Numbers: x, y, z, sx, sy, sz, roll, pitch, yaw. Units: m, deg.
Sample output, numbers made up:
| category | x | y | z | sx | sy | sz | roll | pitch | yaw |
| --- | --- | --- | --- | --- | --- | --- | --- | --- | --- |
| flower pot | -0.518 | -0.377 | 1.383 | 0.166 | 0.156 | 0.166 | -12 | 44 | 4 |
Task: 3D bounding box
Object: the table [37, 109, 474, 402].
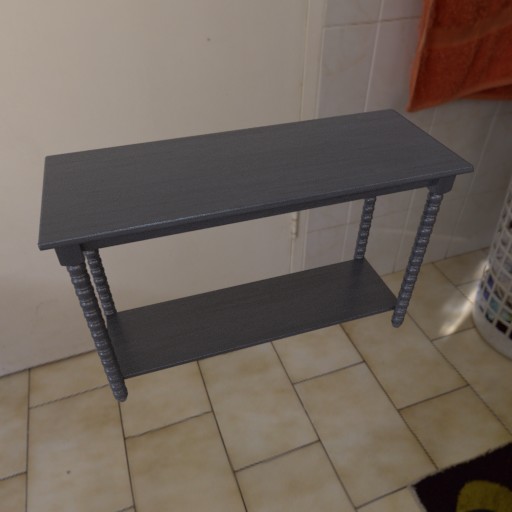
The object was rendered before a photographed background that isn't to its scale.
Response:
| category | x | y | z | sx | sy | sz | roll | pitch | yaw |
| --- | --- | --- | --- | --- | --- | --- | --- | --- | --- |
| table | 0.000 | 0.000 | 1.536 | 1.184 | 0.735 | 0.459 | -12 | 42 | -14 |
